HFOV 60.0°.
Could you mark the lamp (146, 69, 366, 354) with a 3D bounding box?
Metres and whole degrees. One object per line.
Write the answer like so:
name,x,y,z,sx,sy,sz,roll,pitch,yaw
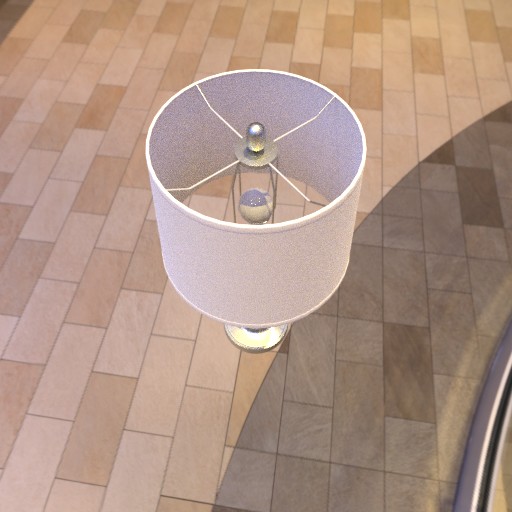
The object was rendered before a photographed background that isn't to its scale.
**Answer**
lamp,0.000,0.000,0.960,0.383,0.733,0.383,0,58,0
